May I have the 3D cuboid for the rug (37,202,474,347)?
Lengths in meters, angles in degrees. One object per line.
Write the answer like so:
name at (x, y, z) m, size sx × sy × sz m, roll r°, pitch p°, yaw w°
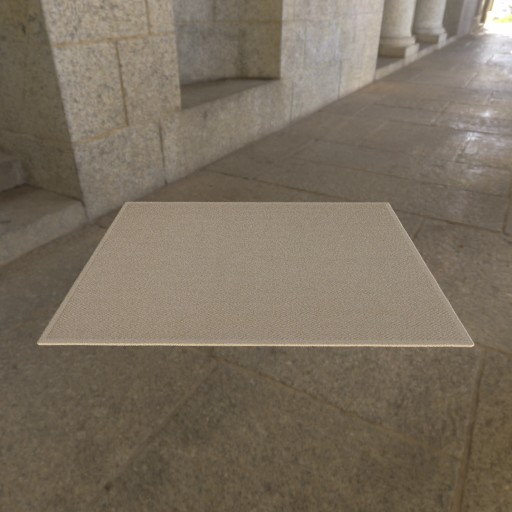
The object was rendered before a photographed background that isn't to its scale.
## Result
rug at (0.000, 0.000, 4.101) m, size 3.051 × 0.020 × 2.407 m, roll 0°, pitch 31°, yaw 0°
